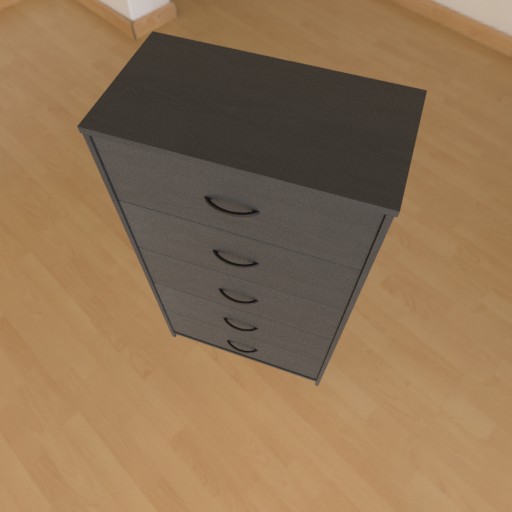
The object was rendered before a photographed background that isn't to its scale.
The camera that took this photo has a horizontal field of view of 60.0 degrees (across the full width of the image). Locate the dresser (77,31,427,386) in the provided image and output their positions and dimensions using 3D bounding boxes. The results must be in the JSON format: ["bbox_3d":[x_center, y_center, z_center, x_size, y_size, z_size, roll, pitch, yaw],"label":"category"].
[{"bbox_3d":[0.000,0.000,1.528,0.704,1.255,0.399,17,60,10],"label":"dresser"}]
